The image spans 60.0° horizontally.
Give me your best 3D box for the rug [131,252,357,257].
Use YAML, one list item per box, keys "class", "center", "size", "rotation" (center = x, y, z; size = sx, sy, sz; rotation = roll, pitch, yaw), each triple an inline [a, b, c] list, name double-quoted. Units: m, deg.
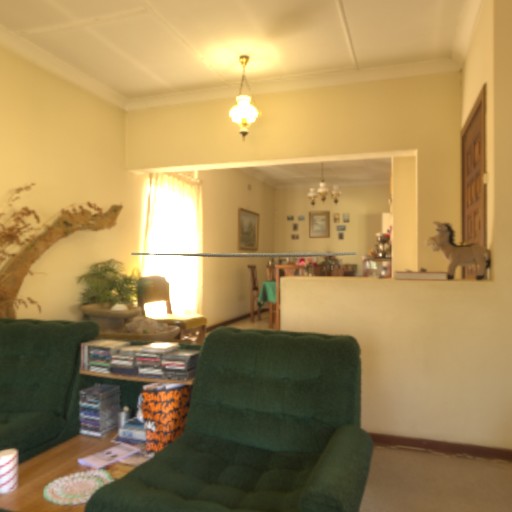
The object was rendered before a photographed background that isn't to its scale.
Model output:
- class: "rug"
  center: [0.000, 0.000, 2.463]
  size: [0.684, 0.009, 2.275]
  rotation: [0, 0, 2]
